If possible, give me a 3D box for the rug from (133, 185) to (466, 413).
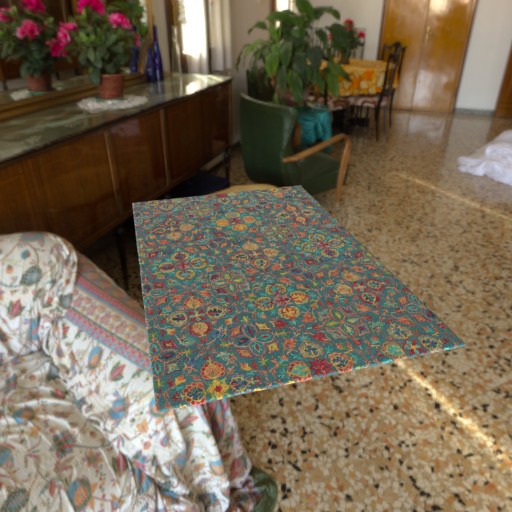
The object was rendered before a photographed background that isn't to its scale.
[{"bbox_3d":[0.000,0.000,2.382,1.216,0.014,1.836,-8,31,-14],"label":"rug"}]
